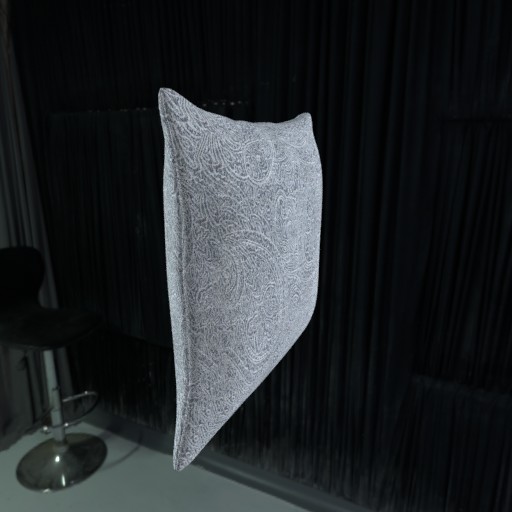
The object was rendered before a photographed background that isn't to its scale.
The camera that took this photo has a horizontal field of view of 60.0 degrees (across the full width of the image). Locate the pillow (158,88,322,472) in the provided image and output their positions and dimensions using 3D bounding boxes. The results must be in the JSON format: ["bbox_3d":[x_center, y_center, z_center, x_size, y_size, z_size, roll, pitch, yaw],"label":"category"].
[{"bbox_3d":[0.000,0.000,0.785,0.166,0.510,0.523,7,16,24],"label":"pillow"}]
